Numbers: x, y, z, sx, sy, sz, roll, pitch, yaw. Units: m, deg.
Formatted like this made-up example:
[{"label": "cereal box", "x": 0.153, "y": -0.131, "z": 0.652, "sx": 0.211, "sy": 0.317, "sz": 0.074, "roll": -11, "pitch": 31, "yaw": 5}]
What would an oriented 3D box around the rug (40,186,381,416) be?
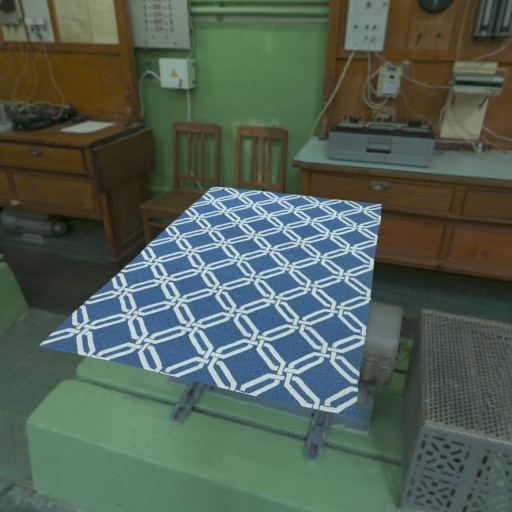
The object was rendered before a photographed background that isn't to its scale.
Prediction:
[{"label": "rug", "x": 0.000, "y": 0.000, "z": 2.211, "sx": 1.153, "sy": 0.010, "sz": 1.755, "roll": 8, "pitch": 30, "yaw": 14}]
